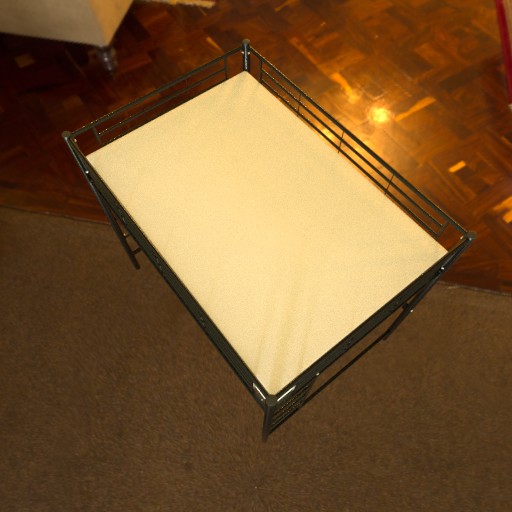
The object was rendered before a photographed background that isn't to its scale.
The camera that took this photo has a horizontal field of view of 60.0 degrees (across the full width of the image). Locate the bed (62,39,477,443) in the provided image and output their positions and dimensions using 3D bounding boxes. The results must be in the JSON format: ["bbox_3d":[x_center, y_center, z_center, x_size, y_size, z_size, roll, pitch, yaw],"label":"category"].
[{"bbox_3d":[0.000,0.000,3.268,1.397,1.803,1.994,-35,68,-17],"label":"bed"}]
